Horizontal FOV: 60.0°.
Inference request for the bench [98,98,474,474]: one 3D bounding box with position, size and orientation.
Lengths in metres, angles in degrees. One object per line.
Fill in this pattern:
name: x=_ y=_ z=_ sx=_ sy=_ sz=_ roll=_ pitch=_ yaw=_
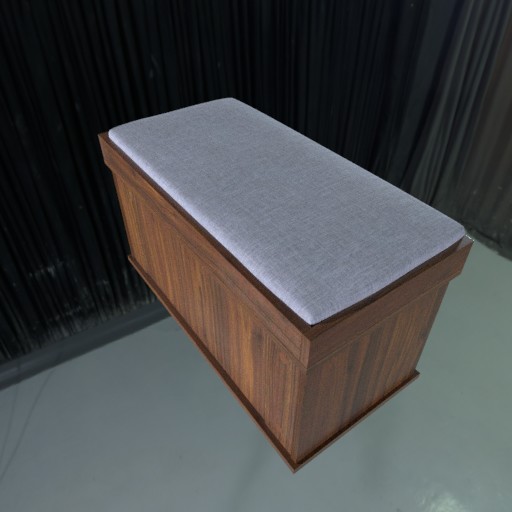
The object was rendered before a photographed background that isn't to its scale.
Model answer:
bench: x=0.000 y=0.000 z=0.997 sx=0.362 sy=0.461 sz=0.734 roll=-25 pitch=46 yaw=-26
